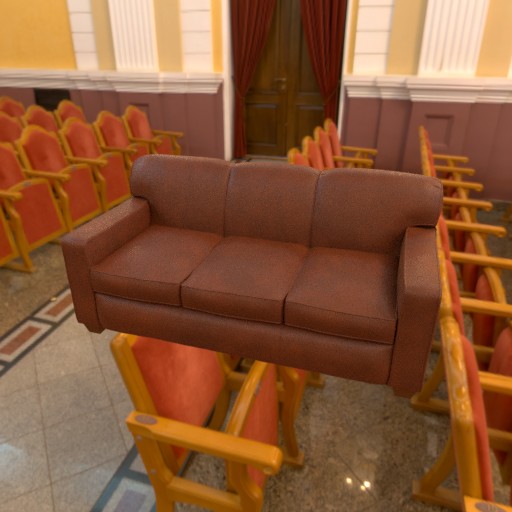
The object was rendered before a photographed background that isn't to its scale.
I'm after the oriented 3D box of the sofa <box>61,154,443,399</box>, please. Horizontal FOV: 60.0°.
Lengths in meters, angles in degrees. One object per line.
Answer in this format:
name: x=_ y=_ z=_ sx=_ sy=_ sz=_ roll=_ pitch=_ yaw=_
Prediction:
sofa: x=0.000 y=0.000 z=2.663 sx=2.039 sy=0.953 sz=1.008 roll=8 pitch=27 yaw=16
